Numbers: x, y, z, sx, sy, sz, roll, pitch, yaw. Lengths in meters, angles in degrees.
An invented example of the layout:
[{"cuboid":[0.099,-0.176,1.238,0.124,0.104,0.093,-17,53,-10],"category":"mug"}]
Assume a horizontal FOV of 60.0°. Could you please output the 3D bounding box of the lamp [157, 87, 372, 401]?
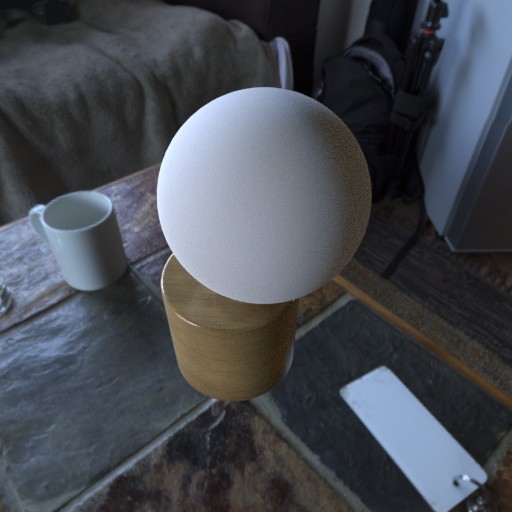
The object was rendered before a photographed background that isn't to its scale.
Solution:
[{"cuboid":[0.000,0.000,0.339,0.152,0.250,0.141,3,44,3],"category":"lamp"}]
